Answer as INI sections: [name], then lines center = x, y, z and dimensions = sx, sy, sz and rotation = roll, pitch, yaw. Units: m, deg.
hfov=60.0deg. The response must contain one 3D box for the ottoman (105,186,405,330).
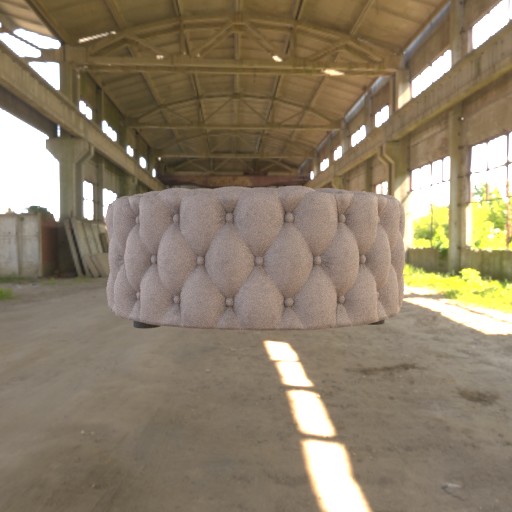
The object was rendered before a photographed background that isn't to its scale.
[ottoman]
center = 0.000, 0.000, 1.550
dimensions = 0.998, 0.399, 0.998
rotation = 0, 2, 0
